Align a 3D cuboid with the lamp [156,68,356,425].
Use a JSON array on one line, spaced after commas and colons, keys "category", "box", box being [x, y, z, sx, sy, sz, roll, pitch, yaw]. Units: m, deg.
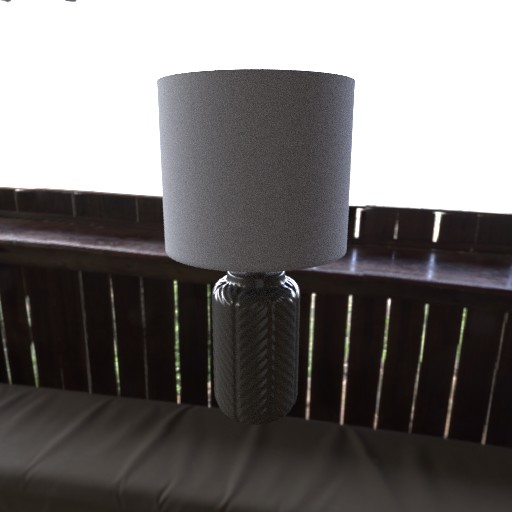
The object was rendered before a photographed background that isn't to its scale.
[{"category": "lamp", "box": [0.000, 0.000, 0.511, 0.203, 0.389, 0.203, -2, 15, -8]}]
